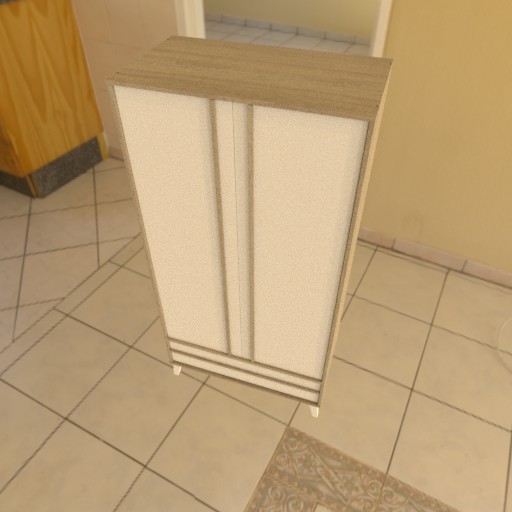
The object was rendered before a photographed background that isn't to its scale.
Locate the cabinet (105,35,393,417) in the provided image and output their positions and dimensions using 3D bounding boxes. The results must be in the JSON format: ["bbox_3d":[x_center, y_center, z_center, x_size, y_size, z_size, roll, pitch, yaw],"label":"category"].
[{"bbox_3d":[0.000,0.000,2.421,1.006,1.999,0.571,13,44,13],"label":"cabinet"}]
